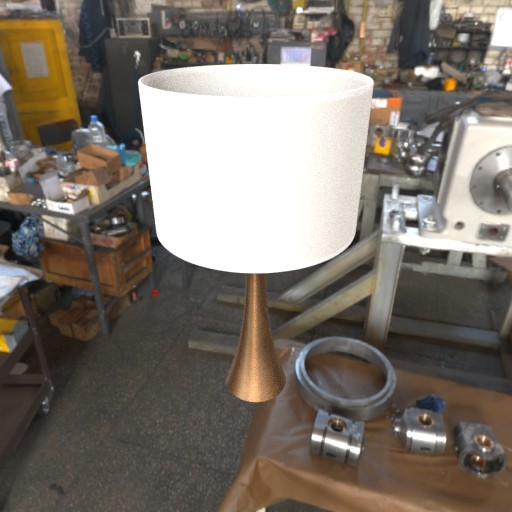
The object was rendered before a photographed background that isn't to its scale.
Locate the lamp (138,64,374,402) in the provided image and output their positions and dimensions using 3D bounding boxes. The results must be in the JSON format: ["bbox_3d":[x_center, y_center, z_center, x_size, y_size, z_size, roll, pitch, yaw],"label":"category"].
[{"bbox_3d":[0.000,0.000,0.634,0.268,0.479,0.268,-8,30,-14],"label":"lamp"}]
